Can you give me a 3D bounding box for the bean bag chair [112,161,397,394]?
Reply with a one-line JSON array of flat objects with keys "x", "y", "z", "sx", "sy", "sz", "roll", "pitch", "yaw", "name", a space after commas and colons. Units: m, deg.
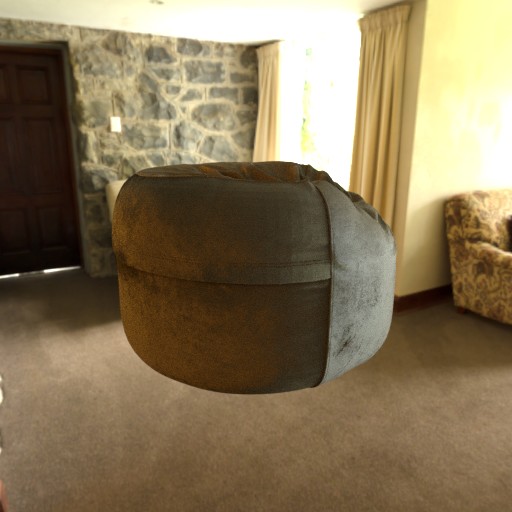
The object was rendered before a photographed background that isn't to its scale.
[{"x": 0.000, "y": 0.000, "z": 1.508, "sx": 0.918, "sy": 0.605, "sz": 0.918, "roll": 0, "pitch": 16, "yaw": 0, "name": "bean bag chair"}]
